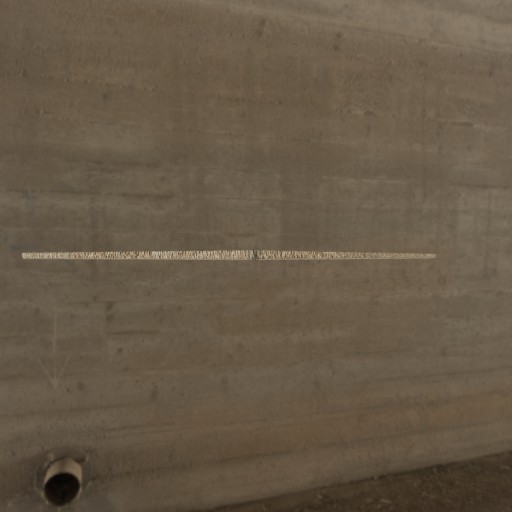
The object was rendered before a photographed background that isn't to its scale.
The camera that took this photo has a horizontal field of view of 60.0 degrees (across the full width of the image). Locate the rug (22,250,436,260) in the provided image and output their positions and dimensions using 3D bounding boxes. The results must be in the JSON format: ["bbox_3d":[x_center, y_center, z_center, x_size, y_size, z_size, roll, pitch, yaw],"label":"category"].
[{"bbox_3d":[0.000,0.000,2.073,1.199,0.025,1.600,0,0,37],"label":"rug"}]
